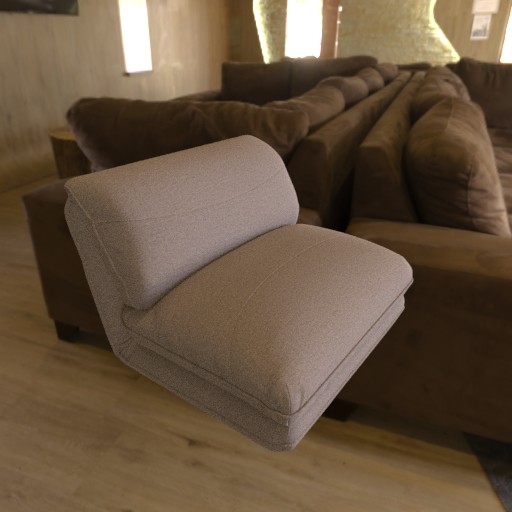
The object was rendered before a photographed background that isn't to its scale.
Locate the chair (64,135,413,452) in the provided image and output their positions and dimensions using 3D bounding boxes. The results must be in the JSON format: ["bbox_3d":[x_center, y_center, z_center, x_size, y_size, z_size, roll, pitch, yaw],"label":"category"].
[{"bbox_3d":[0.000,0.000,1.377,0.780,0.580,0.820,18,31,32],"label":"chair"}]
